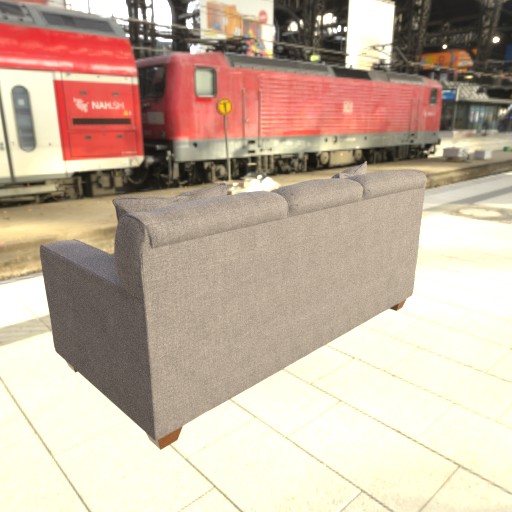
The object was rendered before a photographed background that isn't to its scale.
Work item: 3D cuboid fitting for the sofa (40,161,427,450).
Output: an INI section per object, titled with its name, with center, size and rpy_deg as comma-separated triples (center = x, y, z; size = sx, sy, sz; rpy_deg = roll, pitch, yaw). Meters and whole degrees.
[sofa]
center = 0.000, 0.000, 2.497
size = 2.024, 0.958, 0.997
rpy_deg = -16, 24, -42
